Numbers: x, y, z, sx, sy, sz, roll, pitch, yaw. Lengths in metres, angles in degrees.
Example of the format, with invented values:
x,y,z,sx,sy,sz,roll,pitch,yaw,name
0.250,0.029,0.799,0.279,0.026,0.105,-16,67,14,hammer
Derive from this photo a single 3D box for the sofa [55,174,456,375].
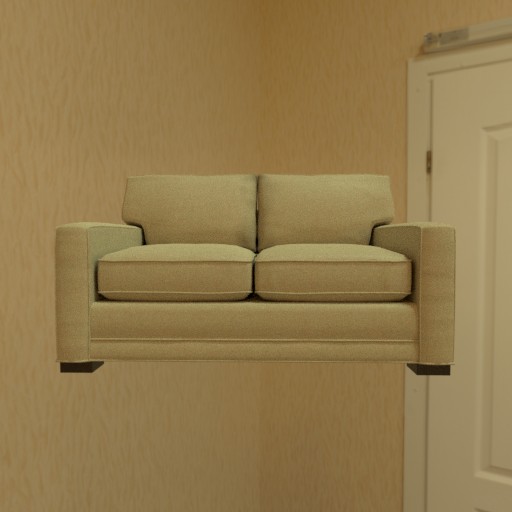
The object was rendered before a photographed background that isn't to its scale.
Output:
x,y,z,sx,sy,sz,roll,pitch,yaw,name
0.000,0.000,2.077,1.484,0.853,0.942,0,2,1,sofa
